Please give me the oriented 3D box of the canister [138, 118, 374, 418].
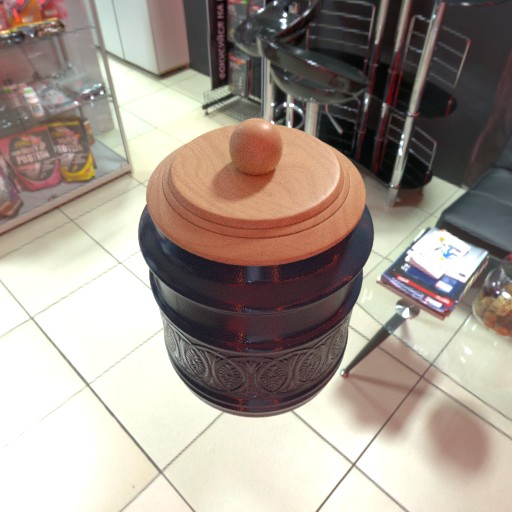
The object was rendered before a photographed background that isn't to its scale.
[{"bbox_3d":[0.000,0.000,0.268,0.130,0.176,0.130,0,46,0],"label":"canister"}]
